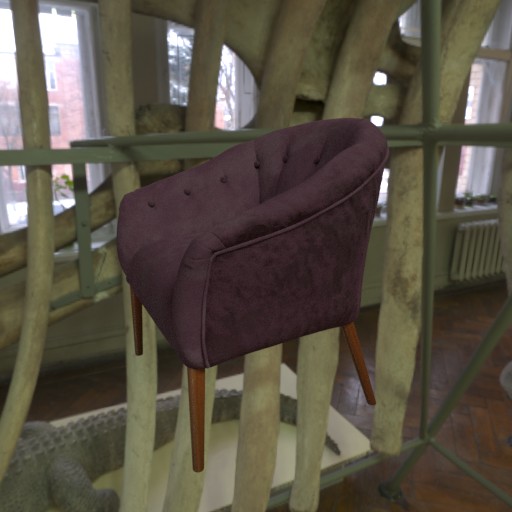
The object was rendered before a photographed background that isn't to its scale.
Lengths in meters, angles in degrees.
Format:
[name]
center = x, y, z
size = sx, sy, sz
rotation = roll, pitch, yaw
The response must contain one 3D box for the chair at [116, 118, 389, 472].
[chair]
center = 0.000, 0.000, 1.471
size = 0.776, 0.885, 0.851
rotation = -8, 17, -26
